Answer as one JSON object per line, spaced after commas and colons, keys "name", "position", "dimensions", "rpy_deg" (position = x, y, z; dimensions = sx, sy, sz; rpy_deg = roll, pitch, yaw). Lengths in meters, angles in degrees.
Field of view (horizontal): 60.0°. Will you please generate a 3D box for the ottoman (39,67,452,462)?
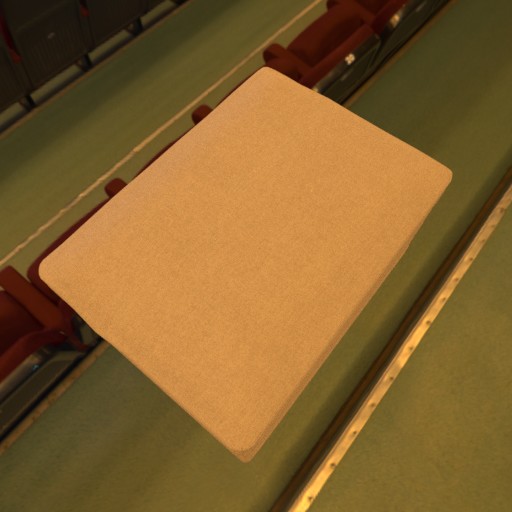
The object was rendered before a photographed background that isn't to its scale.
{"name": "ottoman", "position": [0.000, 0.000, 1.220], "dimensions": [0.617, 0.503, 0.846], "rpy_deg": [36, 69, 16]}
